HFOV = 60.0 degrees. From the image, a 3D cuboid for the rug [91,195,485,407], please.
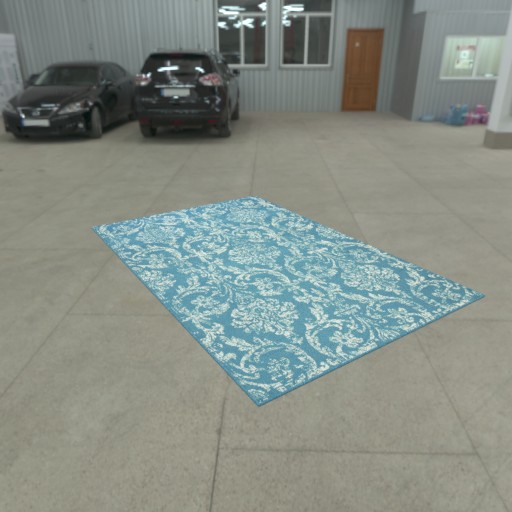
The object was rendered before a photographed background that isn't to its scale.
[{"bbox_3d":[0.000,0.000,3.506,1.816,0.018,2.746,-16,29,-30],"label":"rug"}]
